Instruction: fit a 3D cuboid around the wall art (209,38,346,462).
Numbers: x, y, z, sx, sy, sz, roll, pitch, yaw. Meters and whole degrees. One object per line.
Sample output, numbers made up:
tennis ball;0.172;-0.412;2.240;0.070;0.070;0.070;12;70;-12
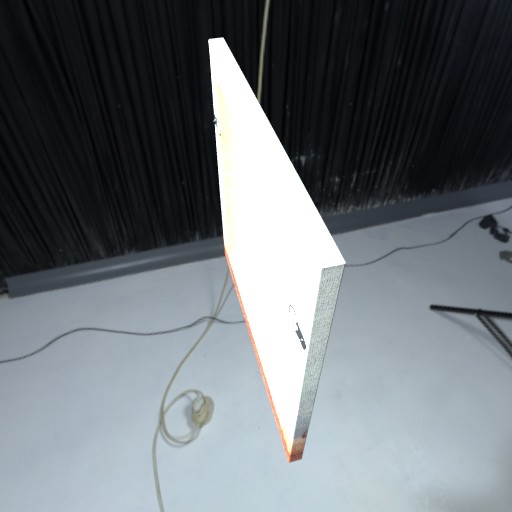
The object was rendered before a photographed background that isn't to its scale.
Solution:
wall art;0.000;0.000;1.107;0.042;0.760;0.760;-11;48;-10
